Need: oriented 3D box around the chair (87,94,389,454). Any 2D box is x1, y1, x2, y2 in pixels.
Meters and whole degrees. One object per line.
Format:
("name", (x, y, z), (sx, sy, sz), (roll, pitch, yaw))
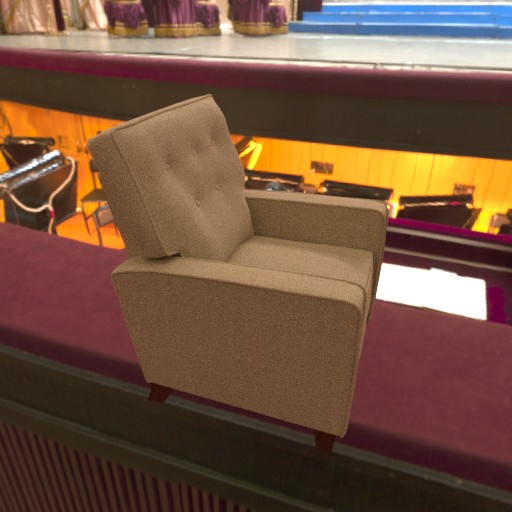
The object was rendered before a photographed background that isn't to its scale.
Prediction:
("chair", (0.000, 0.000, 1.413), (0.754, 0.888, 0.648), (10, 31, 17))
